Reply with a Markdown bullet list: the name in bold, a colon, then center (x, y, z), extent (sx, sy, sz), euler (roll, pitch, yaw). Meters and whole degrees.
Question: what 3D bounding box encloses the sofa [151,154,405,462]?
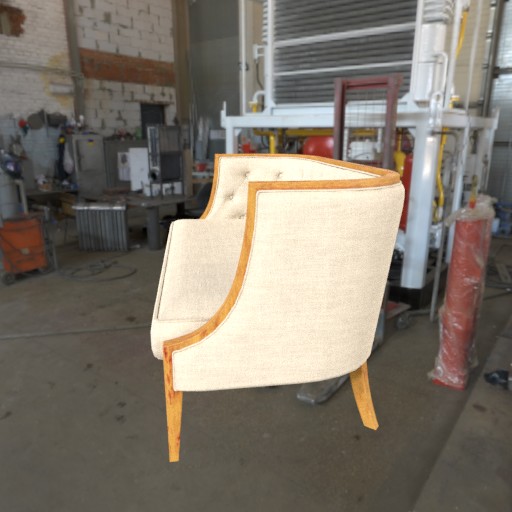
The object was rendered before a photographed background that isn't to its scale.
- **sofa**: center (0.000, 0.000, 1.873), extent (0.770, 0.775, 1.474), euler (-2, 16, -8)
